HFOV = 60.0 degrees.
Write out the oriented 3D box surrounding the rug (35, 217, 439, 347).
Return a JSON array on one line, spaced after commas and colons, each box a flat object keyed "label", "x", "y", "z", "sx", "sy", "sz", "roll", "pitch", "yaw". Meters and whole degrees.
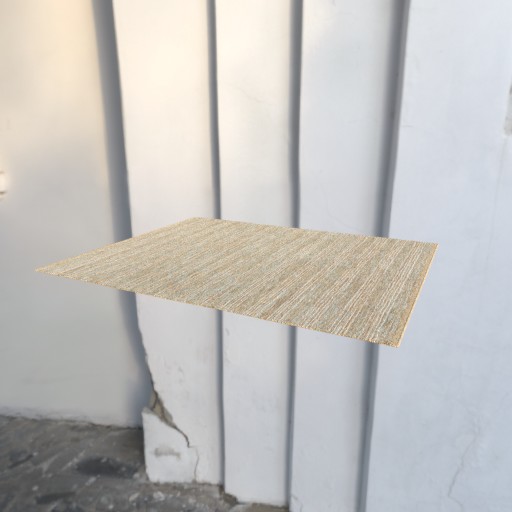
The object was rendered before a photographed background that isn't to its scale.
[{"label": "rug", "x": 0.000, "y": 0.000, "z": 4.217, "sx": 3.034, "sy": 0.012, "sz": 2.471, "roll": 8, "pitch": 19, "yaw": 25}]
